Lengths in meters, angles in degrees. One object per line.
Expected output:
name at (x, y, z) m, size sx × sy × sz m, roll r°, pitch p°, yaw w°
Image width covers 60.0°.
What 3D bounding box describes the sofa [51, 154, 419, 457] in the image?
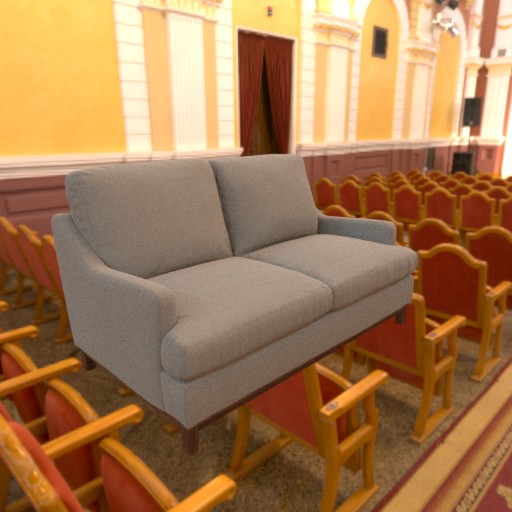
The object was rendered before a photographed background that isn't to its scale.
sofa at (0.000, 0.000, 2.191) m, size 1.589 × 0.921 × 0.987 m, roll -16°, pitch 22°, yaw -43°
